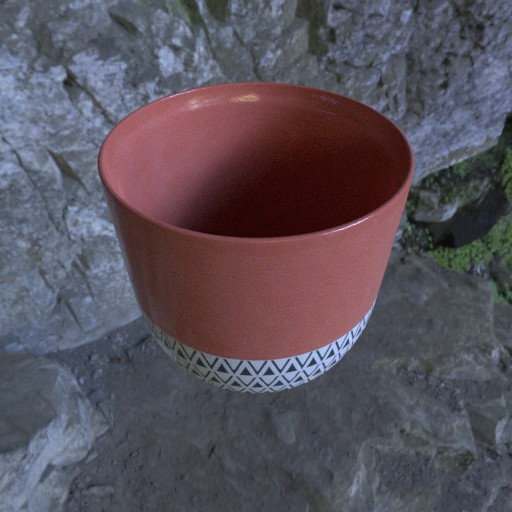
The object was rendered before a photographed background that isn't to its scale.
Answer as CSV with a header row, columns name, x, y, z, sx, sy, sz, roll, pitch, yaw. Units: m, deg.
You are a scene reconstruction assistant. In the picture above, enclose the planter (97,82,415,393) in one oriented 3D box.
name,x,y,z,sx,sy,sz,roll,pitch,yaw
planter,0.000,0.000,0.474,0.266,0.270,0.266,0,43,0
